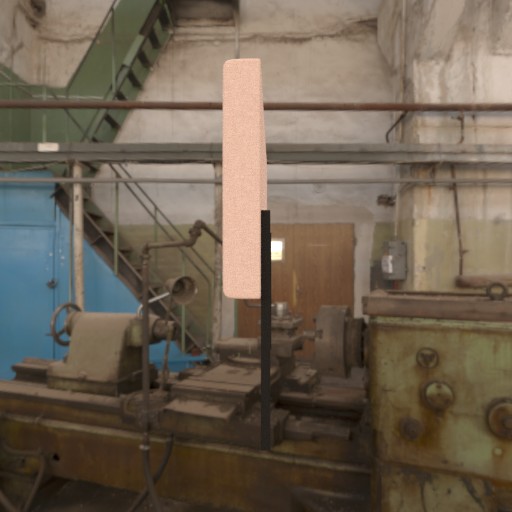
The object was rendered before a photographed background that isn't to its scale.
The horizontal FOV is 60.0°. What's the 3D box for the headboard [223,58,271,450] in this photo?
[{"bbox_3d":[0.000,0.000,2.724,0.184,1.524,2.051,0,0,2],"label":"headboard"}]
